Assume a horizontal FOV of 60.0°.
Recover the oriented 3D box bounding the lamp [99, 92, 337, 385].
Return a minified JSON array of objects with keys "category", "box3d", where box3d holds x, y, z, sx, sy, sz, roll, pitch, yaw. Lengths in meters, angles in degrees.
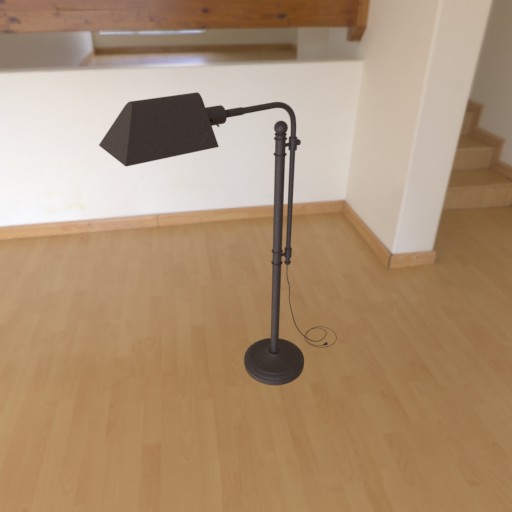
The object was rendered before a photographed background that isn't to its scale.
[{"category":"lamp","box3d":[0.000,0.000,0.965,0.545,0.708,0.159,-20,37,-29]}]
